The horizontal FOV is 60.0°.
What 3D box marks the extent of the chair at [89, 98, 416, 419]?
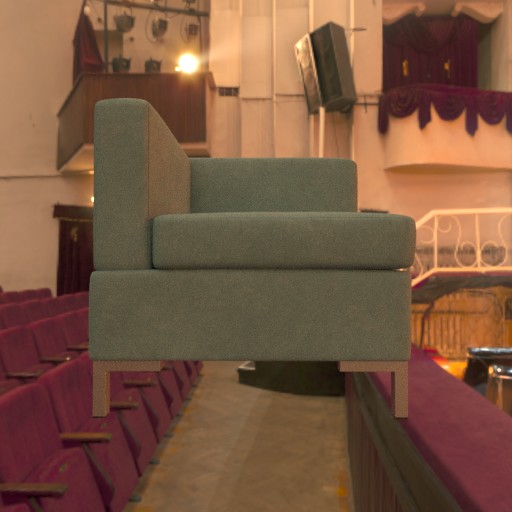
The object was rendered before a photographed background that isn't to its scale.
[{"bbox_3d":[0.000,0.000,1.206,0.680,0.660,0.680,0,-1,1],"label":"chair"}]
